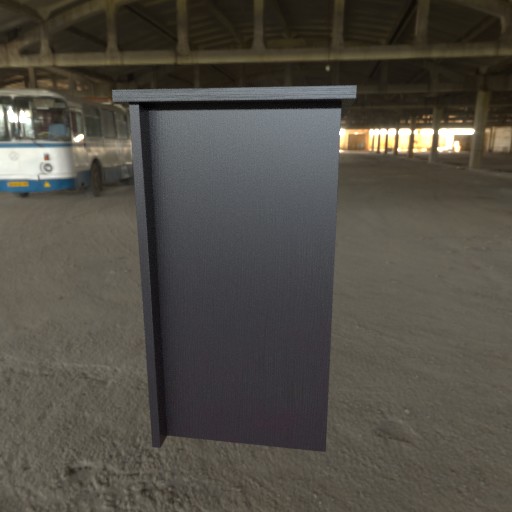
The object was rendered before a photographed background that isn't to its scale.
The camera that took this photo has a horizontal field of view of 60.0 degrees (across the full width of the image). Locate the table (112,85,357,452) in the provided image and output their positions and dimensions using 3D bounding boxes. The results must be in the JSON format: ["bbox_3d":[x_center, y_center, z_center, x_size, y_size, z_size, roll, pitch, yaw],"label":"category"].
[{"bbox_3d":[0.000,0.000,1.086,0.408,0.711,0.589,2,15,9],"label":"table"}]
